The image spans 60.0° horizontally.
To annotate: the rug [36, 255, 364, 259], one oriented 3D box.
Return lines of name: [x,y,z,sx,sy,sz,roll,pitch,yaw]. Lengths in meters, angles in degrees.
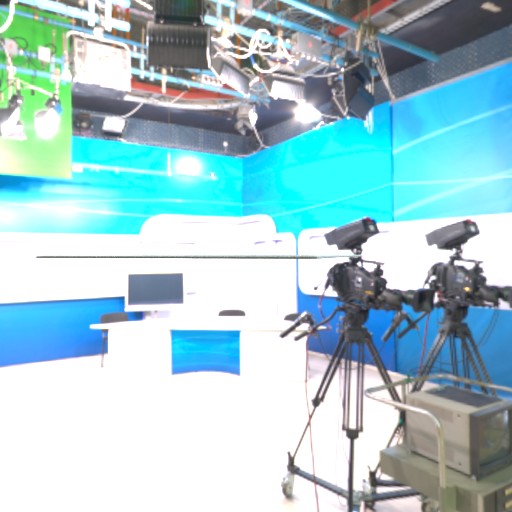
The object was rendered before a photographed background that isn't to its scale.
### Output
rug: [0.000,0.000,1.434,0.604,0.007,1.219,0,0,17]
